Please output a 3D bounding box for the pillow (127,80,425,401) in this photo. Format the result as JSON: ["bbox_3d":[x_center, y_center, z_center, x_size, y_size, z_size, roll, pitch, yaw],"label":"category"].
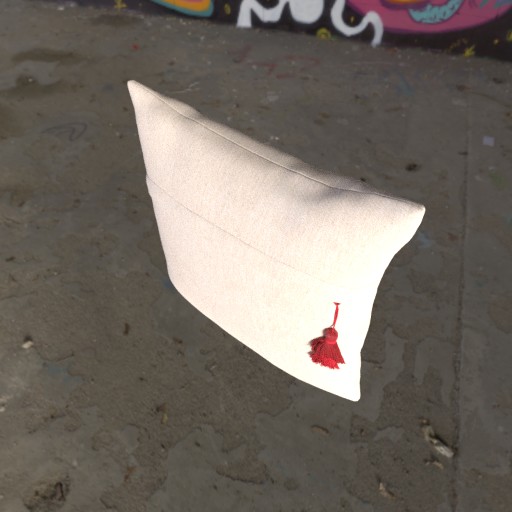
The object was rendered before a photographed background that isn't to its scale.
[{"bbox_3d":[0.000,0.000,0.679,0.433,0.436,0.173,30,54,25],"label":"pillow"}]
